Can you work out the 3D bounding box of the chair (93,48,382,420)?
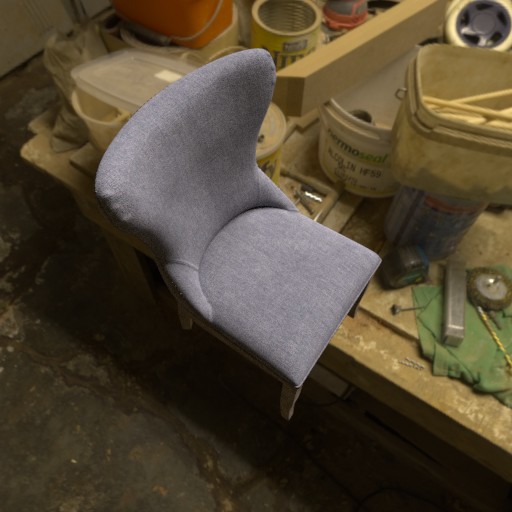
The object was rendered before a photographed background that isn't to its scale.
[{"bbox_3d":[0.000,0.000,1.443,0.681,1.002,0.654,31,63,18],"label":"chair"}]
